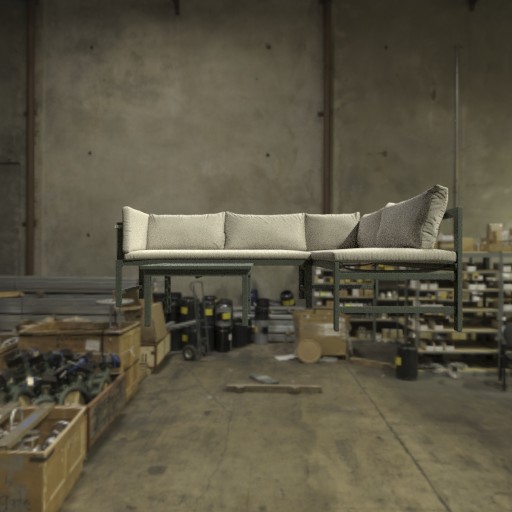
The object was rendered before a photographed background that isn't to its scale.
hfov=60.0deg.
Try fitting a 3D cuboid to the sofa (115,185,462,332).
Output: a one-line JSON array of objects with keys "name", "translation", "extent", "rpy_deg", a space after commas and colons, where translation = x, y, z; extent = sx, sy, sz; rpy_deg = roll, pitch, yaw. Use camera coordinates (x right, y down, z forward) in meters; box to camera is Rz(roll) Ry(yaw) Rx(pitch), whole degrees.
[{"name": "sofa", "translation": [0.000, 0.000, 3.066], "extent": [2.096, 0.758, 1.658], "rpy_deg": [0, 0, 1]}]
